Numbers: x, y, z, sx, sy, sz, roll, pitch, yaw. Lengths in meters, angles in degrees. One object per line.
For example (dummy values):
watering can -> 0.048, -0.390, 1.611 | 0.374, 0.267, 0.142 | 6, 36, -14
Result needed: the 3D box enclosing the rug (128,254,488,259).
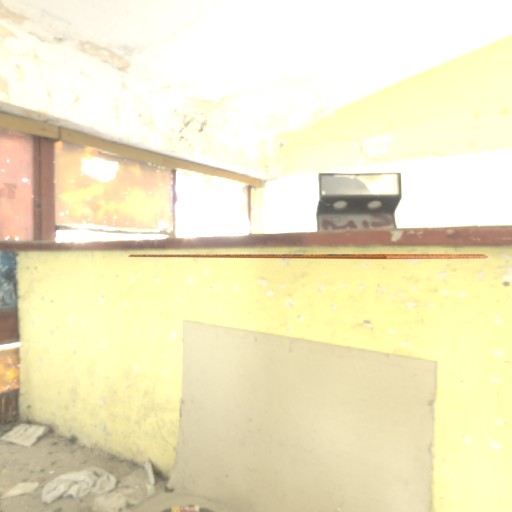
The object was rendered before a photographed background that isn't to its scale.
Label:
rug -> 0.000, 0.000, 2.497 | 0.651, 0.016, 2.274 | 0, 0, -36
